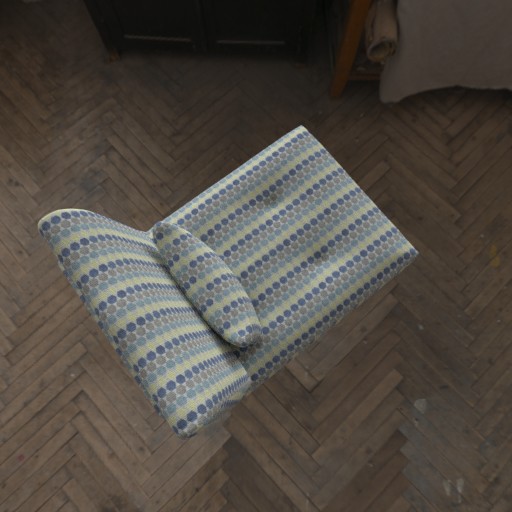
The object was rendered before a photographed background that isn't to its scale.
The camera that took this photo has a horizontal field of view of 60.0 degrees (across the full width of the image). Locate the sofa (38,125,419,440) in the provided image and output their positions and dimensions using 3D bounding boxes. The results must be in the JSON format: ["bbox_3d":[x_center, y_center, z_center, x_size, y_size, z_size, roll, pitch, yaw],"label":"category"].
[{"bbox_3d":[0.000,0.000,1.526,1.000,0.820,0.700,-37,78,-9],"label":"sofa"}]
